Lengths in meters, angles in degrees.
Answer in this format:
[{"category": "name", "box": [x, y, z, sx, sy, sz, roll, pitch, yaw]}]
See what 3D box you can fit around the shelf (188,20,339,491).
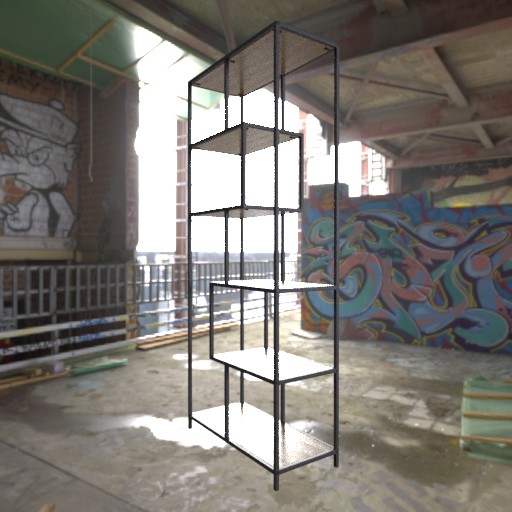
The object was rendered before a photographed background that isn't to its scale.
[{"category": "shelf", "box": [0.000, 0.000, 2.153, 0.350, 1.850, 0.770, 0, 1, -35]}]
